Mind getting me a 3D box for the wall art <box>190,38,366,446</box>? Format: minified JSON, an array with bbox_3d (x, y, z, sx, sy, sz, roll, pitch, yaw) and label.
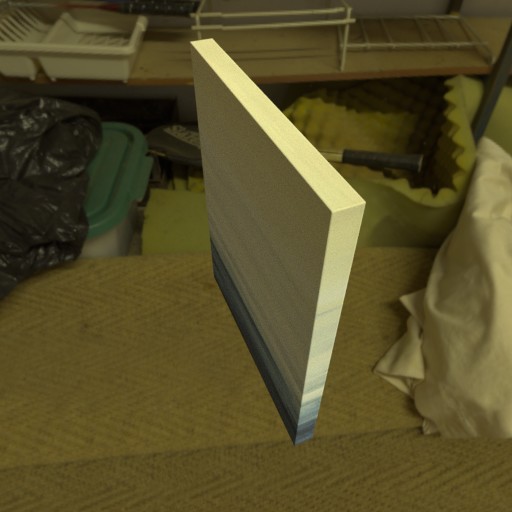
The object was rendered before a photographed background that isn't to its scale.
[{"bbox_3d":[0.000,0.000,0.828,0.040,0.608,0.489,-17,48,-16],"label":"wall art"}]
